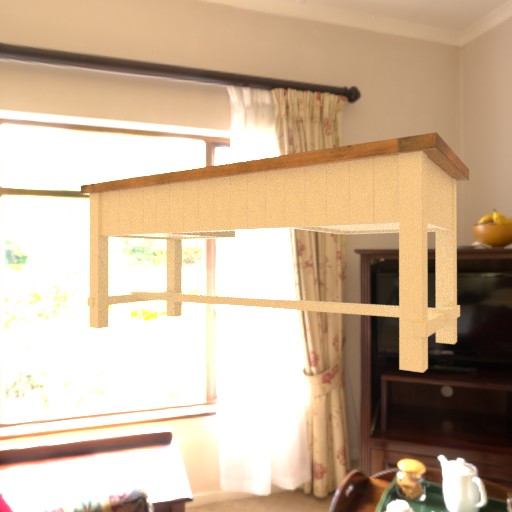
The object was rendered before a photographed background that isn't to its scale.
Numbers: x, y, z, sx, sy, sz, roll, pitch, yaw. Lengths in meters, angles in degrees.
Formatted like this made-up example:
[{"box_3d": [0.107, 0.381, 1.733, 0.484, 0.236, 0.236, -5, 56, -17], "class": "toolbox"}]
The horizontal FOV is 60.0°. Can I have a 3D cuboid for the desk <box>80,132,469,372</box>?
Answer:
[{"box_3d": [0.000, 0.000, 2.166, 1.803, 0.762, 0.688, 0, -1, 33], "class": "desk"}]
